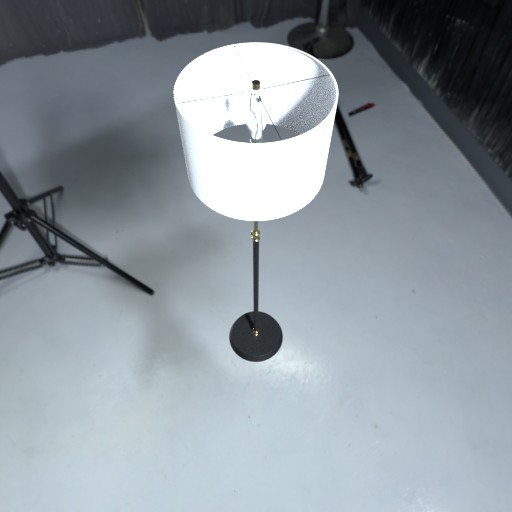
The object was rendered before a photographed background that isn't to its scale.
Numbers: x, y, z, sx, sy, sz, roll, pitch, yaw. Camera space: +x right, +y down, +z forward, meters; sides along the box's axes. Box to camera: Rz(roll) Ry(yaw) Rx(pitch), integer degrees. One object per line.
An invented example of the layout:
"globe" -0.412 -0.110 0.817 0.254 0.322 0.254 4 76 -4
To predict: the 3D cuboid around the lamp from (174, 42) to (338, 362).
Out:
"lamp" 0.000 0.000 1.709 0.404 1.517 0.404 -14 57 -9
